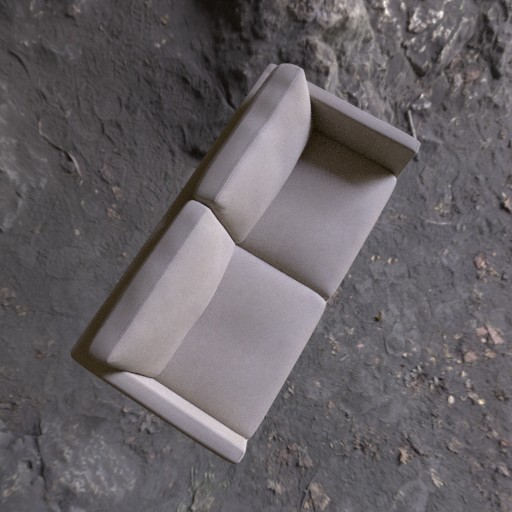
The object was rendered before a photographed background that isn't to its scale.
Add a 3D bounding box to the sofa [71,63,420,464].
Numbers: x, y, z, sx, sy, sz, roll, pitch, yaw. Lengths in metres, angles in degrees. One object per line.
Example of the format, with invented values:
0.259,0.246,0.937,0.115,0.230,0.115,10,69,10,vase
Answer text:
0.000,0.000,2.416,0.950,0.940,1.846,31,78,7,sofa
